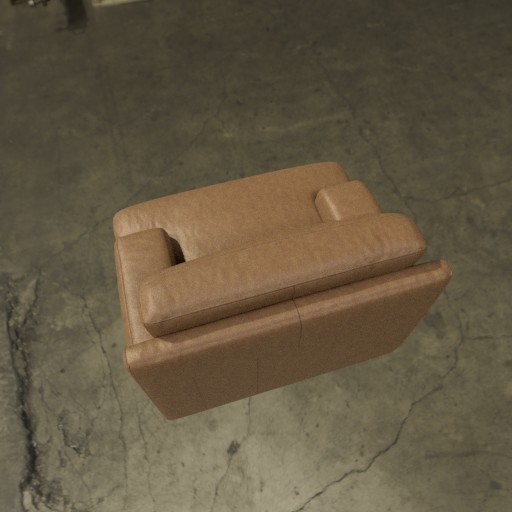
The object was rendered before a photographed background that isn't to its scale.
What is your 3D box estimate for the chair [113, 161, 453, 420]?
[{"bbox_3d":[0.000,0.000,2.058,1.276,0.978,1.050,-15,59,-9],"label":"chair"}]
